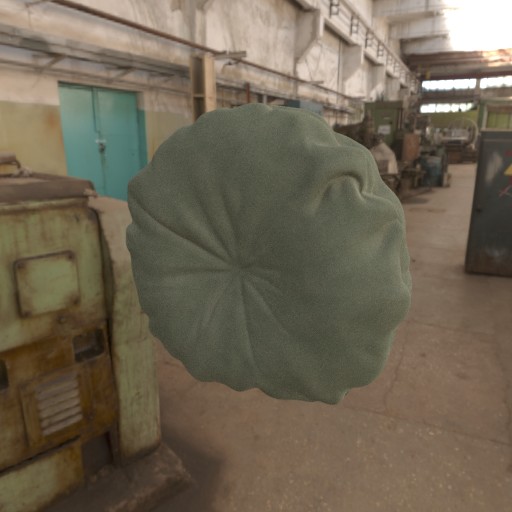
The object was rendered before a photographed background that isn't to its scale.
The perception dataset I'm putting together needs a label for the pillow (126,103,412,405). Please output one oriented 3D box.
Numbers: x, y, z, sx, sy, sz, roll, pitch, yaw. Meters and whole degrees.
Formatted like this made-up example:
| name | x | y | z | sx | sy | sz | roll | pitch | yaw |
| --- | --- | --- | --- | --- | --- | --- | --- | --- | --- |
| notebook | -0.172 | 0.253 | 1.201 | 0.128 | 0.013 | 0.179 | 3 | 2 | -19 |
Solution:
| name | x | y | z | sx | sy | sz | roll | pitch | yaw |
| --- | --- | --- | --- | --- | --- | --- | --- | --- | --- |
| pillow | 0.000 | 0.000 | 0.624 | 0.428 | 0.407 | 0.148 | 8 | 17 | 26 |
